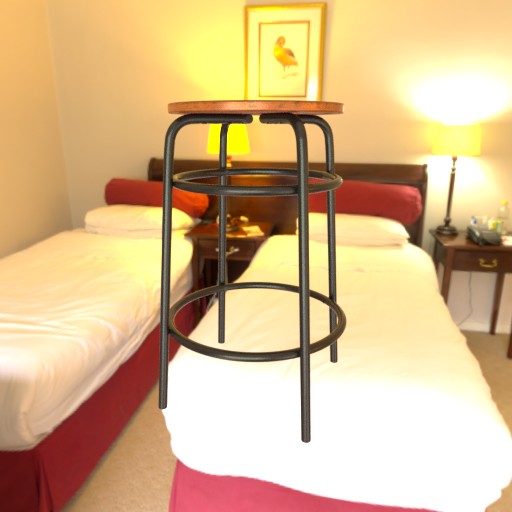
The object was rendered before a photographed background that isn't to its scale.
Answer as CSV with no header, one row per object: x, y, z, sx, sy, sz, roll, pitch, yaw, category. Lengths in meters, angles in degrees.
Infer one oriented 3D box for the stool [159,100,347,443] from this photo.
0.000,0.000,0.941,0.455,0.610,0.455,-8,18,-25,stool
